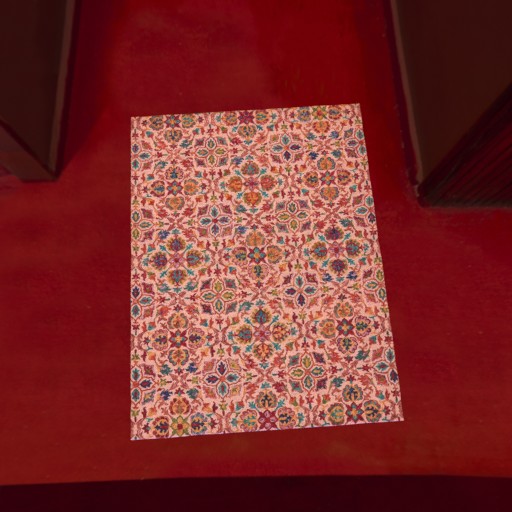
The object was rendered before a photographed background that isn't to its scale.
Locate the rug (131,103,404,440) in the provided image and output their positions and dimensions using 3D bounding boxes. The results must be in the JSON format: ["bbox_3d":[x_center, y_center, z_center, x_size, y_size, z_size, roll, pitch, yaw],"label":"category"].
[{"bbox_3d":[0.000,0.000,4.342,2.446,0.020,3.215,-4,76,-1],"label":"rug"}]
